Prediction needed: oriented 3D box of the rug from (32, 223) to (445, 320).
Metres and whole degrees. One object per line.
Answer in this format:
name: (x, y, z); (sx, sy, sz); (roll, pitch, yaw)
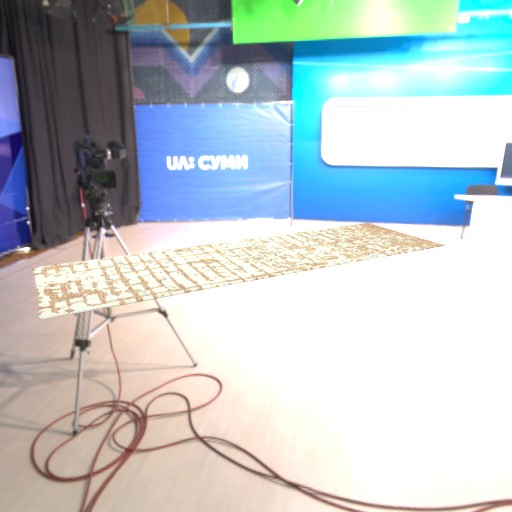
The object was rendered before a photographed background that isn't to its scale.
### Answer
rug: (0.000, 0.000, 2.706); (2.435, 0.011, 0.750); (-9, 19, -26)
